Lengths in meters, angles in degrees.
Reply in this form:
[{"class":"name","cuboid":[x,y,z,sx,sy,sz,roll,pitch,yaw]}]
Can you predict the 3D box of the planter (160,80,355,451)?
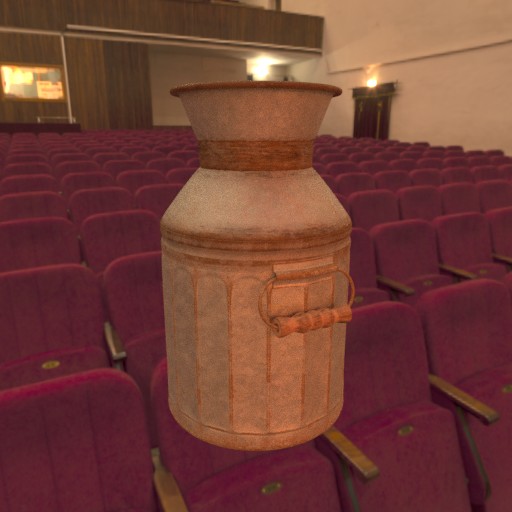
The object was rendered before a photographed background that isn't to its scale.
[{"class":"planter","cuboid":[0.000,0.000,0.508,0.215,0.358,0.248,-8,17,-26]}]
